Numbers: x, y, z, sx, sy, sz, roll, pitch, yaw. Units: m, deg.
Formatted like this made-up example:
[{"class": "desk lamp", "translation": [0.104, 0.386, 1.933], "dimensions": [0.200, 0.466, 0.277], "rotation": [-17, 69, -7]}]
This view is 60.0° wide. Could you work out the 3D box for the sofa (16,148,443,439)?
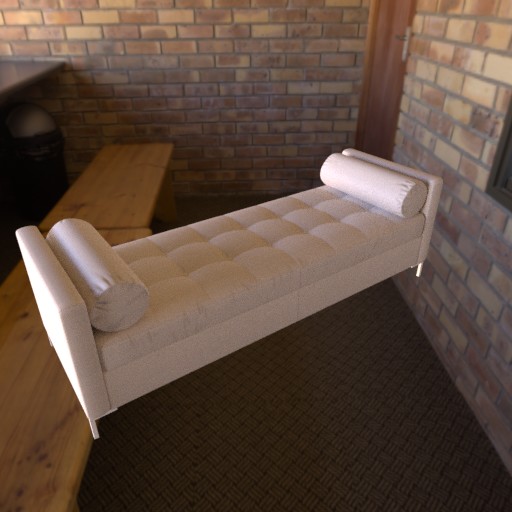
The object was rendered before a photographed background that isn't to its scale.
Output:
[{"class": "sofa", "translation": [0.000, 0.000, 2.246], "dimensions": [1.981, 0.635, 0.686], "rotation": [-20, 36, -30]}]
